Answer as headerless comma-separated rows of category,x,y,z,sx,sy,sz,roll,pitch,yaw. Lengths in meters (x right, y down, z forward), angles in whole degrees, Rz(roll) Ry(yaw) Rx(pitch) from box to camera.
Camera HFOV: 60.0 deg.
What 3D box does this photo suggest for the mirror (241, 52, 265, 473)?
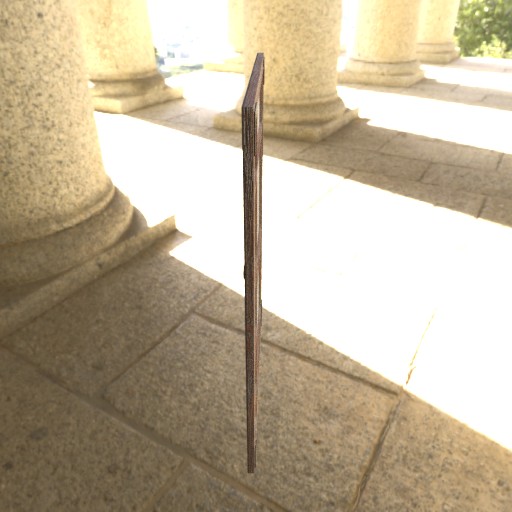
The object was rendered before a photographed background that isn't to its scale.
mirror,0.000,0.000,1.282,0.025,0.996,0.705,1,31,2
